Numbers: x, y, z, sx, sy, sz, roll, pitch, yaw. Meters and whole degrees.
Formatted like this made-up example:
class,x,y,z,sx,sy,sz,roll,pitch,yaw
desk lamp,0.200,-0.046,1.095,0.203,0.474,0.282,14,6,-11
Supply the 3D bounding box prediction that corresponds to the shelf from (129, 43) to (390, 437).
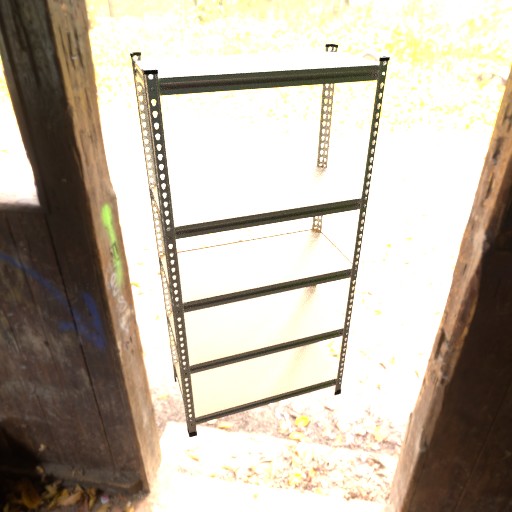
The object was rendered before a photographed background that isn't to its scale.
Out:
class,x,y,z,sx,sy,sz,roll,pitch,yaw
shelf,0.000,0.000,2.191,0.914,1.829,0.457,-10,33,-16
